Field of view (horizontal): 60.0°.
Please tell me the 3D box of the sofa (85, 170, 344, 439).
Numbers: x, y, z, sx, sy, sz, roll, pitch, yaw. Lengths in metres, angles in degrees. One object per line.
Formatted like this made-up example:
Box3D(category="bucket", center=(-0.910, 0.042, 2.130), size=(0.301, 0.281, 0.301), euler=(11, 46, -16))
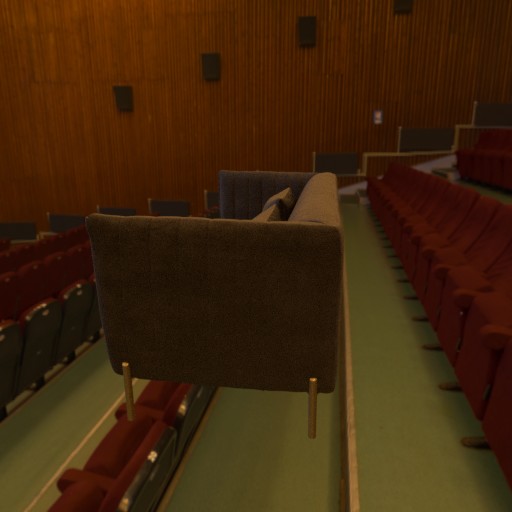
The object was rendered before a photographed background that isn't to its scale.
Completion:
Box3D(category="sofa", center=(0.000, 0.000, 2.430), size=(0.876, 0.780, 1.980), euler=(3, 16, 9))
